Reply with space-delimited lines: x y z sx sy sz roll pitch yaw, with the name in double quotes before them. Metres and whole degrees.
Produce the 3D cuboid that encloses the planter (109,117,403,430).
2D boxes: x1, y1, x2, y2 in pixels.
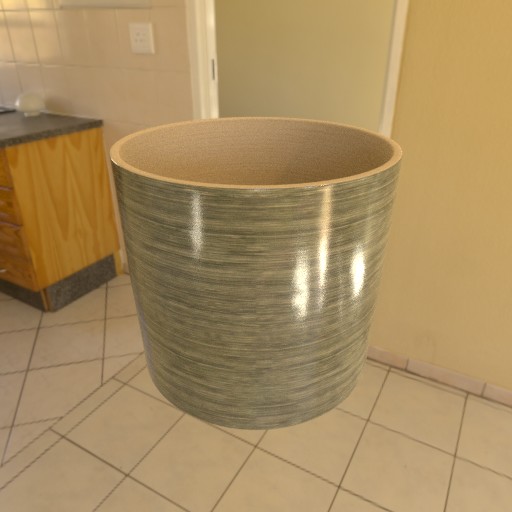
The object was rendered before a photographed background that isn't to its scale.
"planter" 0.000 0.000 0.395 0.221 0.201 0.221 0 27 0
